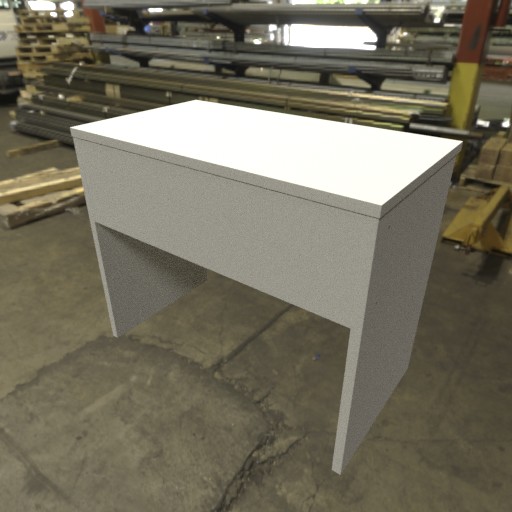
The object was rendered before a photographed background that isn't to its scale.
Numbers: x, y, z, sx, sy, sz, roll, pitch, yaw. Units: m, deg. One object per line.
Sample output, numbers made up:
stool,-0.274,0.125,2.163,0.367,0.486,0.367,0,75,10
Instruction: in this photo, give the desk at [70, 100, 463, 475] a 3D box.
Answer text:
desk,0.000,0.000,1.331,0.900,0.729,0.498,20,35,31
